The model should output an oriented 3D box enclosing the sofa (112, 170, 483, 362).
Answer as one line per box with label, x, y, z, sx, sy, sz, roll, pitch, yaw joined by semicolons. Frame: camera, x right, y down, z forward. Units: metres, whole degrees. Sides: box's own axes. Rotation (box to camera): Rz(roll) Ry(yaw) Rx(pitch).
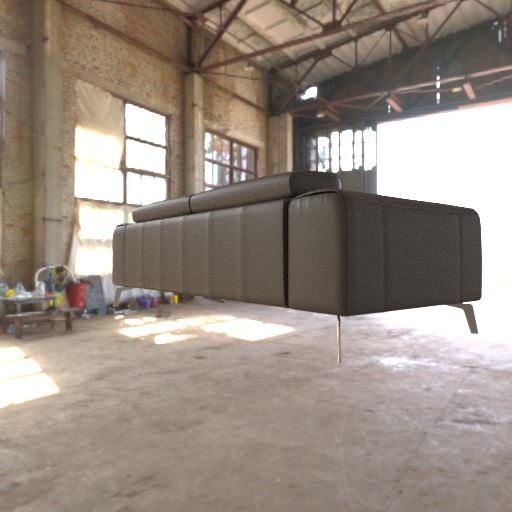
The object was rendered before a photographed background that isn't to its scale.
sofa;0.000;0.000;2.752;1.023;0.759;2.321;0;0;-37
